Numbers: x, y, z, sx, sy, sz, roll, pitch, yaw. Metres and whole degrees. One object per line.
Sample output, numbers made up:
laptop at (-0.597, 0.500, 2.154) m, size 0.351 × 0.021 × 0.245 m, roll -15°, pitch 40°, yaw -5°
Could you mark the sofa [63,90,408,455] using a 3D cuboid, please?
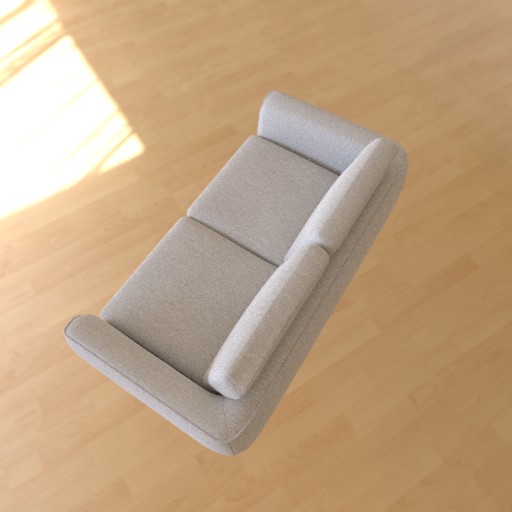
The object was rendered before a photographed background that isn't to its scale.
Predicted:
sofa at (0.000, 0.000, 2.208) m, size 0.920 × 0.850 × 1.700 m, roll 29°, pitch 66°, yaw 15°
